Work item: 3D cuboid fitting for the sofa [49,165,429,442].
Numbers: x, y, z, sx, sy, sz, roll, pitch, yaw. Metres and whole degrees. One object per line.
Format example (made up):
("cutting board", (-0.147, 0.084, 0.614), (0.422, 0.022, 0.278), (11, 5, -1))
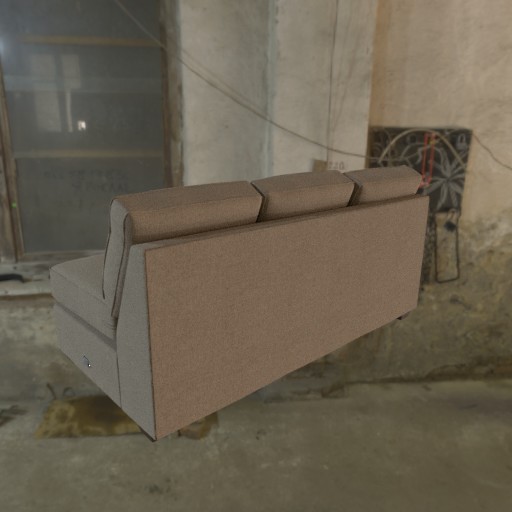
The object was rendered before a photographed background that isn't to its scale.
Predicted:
("sofa", (0.000, 0.000, 2.680), (2.092, 1.036, 1.127), (-14, 21, -41))
